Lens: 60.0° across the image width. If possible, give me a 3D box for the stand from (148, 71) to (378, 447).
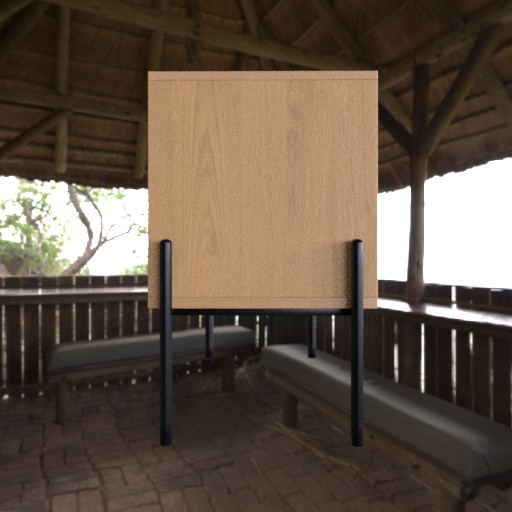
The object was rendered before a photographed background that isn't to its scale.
[{"bbox_3d":[0.000,0.000,1.011,0.400,0.600,0.630,0,0,0],"label":"stand"}]
